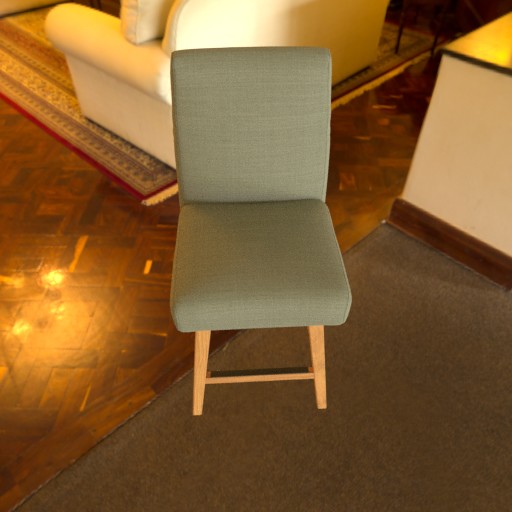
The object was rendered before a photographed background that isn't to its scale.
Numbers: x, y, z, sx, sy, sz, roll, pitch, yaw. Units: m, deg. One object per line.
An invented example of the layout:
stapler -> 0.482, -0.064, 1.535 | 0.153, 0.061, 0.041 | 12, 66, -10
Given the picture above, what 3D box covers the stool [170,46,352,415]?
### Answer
stool -> 0.000, 0.000, 1.325 | 0.459, 1.019, 0.570 | -2, 46, -2
